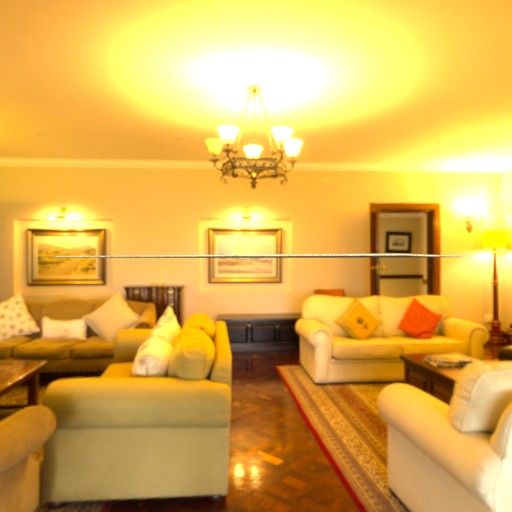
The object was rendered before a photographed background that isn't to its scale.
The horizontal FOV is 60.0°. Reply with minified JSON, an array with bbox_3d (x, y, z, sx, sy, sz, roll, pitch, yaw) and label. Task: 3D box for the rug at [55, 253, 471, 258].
[{"bbox_3d":[0.000,0.000,3.066,2.447,0.021,1.527,0,0,36],"label":"rug"}]
